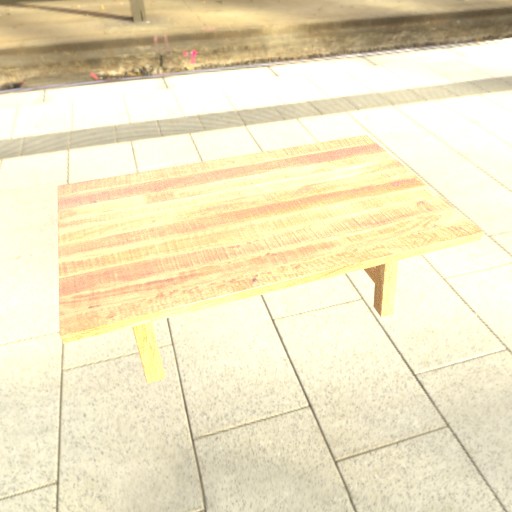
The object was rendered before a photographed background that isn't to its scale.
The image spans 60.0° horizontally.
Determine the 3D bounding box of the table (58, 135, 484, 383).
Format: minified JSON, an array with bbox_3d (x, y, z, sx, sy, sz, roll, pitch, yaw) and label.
[{"bbox_3d":[0.000,0.000,1.710,1.320,0.455,0.760,-13,42,-14],"label":"table"}]
